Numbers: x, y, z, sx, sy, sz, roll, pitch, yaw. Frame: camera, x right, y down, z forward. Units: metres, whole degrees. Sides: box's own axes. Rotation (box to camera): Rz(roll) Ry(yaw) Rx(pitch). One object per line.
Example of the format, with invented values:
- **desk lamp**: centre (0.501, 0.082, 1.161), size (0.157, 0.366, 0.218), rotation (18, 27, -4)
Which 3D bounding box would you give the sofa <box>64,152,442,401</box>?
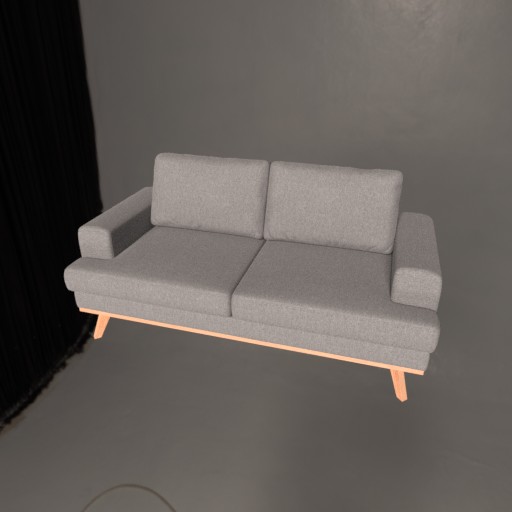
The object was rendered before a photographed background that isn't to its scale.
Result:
- **sofa**: centre (0.000, 0.000, 2.154), size (1.650, 0.810, 0.785), rotation (8, 28, 15)
